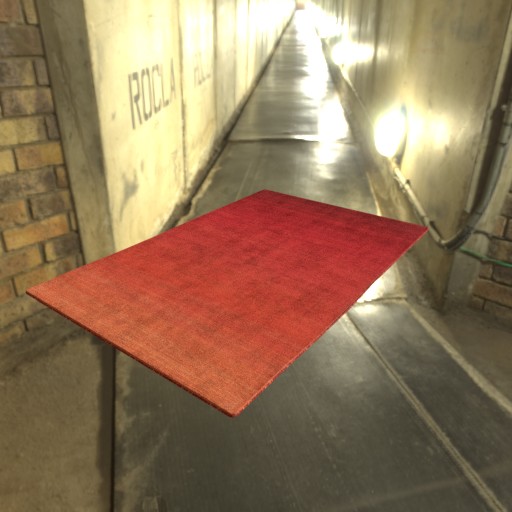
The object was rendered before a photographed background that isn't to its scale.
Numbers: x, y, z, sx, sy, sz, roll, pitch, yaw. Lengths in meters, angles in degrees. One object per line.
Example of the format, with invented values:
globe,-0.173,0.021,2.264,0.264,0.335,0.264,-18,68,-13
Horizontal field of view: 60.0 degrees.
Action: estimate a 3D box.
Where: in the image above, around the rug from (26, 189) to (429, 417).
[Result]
rug,0.000,0.000,2.316,1.230,0.018,1.835,19,32,33
